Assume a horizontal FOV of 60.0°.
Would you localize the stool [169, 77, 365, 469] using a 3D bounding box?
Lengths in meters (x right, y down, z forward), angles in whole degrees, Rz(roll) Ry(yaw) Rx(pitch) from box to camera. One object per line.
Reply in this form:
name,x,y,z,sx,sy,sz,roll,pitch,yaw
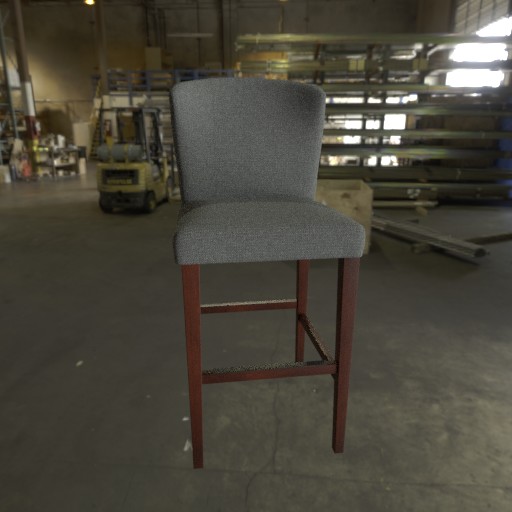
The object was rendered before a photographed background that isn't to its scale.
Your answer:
stool,0.000,0.000,1.357,0.486,1.069,0.568,-2,16,-8
